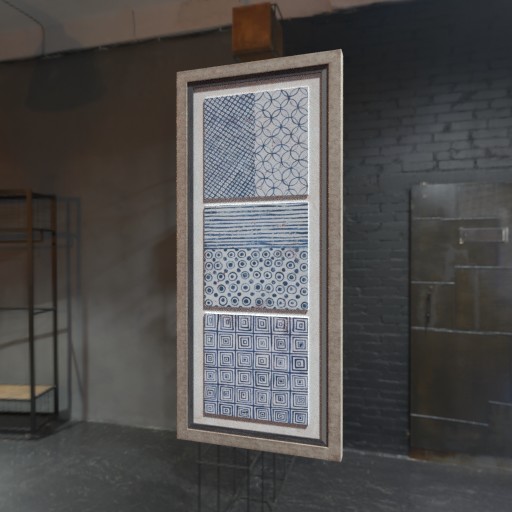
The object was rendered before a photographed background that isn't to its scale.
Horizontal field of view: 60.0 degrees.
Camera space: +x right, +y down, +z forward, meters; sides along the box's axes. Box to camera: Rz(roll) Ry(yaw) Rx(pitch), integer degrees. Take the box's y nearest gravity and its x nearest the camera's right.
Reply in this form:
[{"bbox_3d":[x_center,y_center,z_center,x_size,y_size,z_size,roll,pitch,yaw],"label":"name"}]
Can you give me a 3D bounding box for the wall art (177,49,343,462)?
[{"bbox_3d":[0.000,0.000,1.691,0.648,1.461,0.051,0,0,18],"label":"wall art"}]
